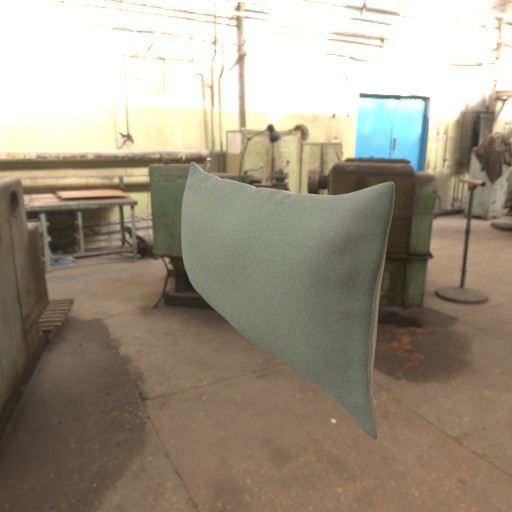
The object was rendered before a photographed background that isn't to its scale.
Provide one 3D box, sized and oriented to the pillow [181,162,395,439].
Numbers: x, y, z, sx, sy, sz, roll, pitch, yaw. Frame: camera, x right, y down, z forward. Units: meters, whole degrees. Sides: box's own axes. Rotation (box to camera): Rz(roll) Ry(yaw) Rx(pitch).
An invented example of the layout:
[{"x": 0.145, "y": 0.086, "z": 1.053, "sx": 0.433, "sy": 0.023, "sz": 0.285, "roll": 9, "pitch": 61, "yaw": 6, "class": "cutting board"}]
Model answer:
[{"x": 0.000, "y": 0.000, "z": 0.726, "sx": 0.151, "sy": 0.287, "sz": 0.610, "roll": -7, "pitch": 16, "yaw": -25, "class": "pillow"}]
